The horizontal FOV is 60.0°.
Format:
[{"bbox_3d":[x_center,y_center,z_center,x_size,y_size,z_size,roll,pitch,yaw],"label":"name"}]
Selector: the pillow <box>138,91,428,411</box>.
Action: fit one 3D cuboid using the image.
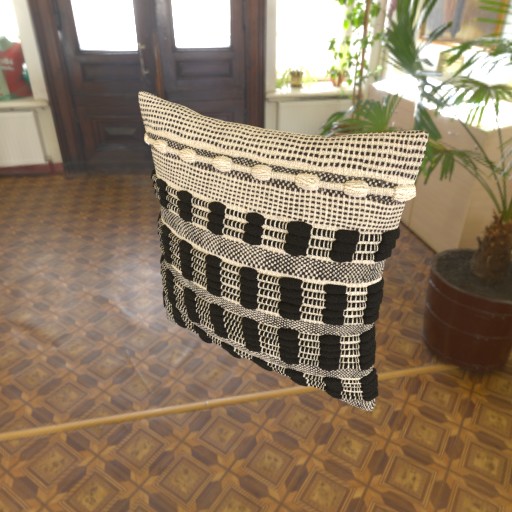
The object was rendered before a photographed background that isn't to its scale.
[{"bbox_3d":[0.000,0.000,0.678,0.436,0.438,0.156,18,35,28],"label":"pillow"}]
